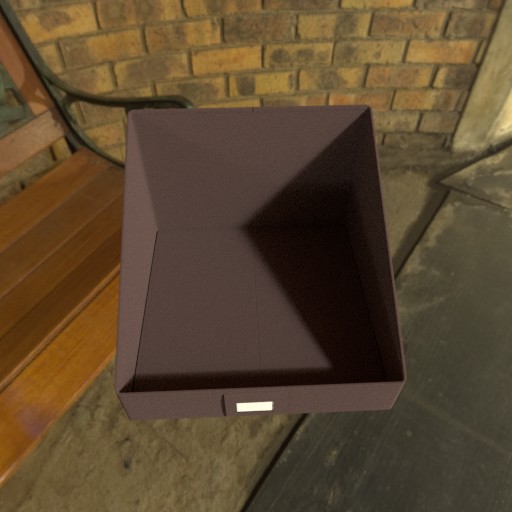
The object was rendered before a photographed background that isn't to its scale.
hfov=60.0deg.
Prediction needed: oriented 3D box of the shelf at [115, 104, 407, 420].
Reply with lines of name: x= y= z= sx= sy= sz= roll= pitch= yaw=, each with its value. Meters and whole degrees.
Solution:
shelf: x=0.000 y=0.000 z=0.507 sx=0.292 sy=0.210 sz=0.292 roll=-2 pitch=47 yaw=-2
